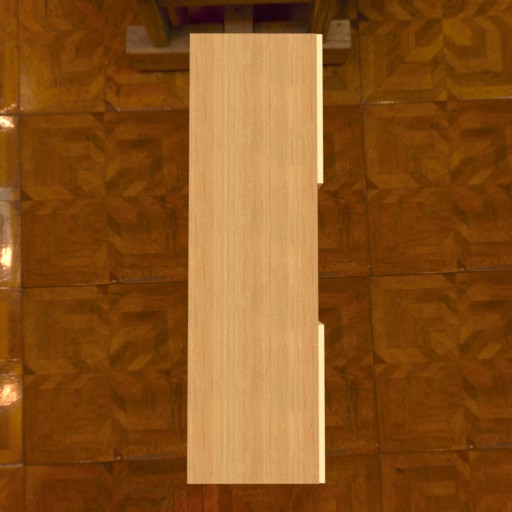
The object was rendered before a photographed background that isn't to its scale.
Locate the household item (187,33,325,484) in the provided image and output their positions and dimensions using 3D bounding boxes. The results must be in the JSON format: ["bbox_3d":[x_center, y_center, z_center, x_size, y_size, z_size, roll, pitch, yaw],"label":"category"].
[{"bbox_3d":[0.000,0.000,1.532,0.420,0.310,1.400,0,88,0],"label":"household item"}]
